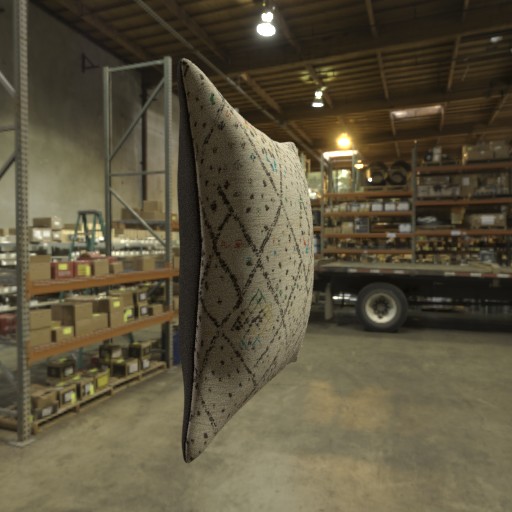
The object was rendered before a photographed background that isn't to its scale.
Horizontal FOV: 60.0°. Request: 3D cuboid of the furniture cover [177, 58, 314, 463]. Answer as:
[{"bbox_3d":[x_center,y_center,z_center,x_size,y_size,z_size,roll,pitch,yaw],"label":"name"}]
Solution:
[{"bbox_3d":[0.000,0.000,0.774,0.180,0.498,0.525,1,2,19],"label":"furniture cover"}]
